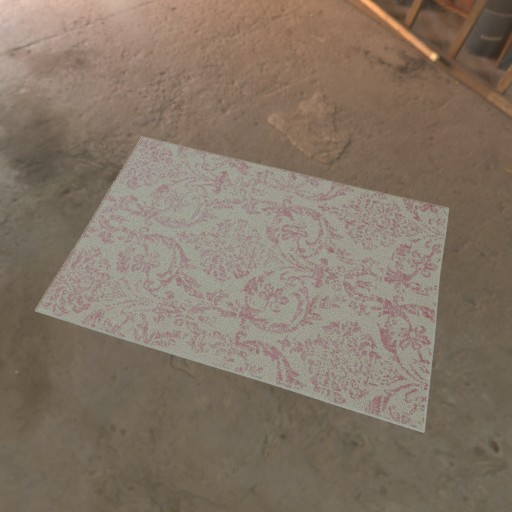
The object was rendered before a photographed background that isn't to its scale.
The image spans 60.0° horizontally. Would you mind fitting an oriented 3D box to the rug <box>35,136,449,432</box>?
[{"bbox_3d":[0.000,0.000,2.274,1.839,0.012,1.219,15,60,9],"label":"rug"}]
